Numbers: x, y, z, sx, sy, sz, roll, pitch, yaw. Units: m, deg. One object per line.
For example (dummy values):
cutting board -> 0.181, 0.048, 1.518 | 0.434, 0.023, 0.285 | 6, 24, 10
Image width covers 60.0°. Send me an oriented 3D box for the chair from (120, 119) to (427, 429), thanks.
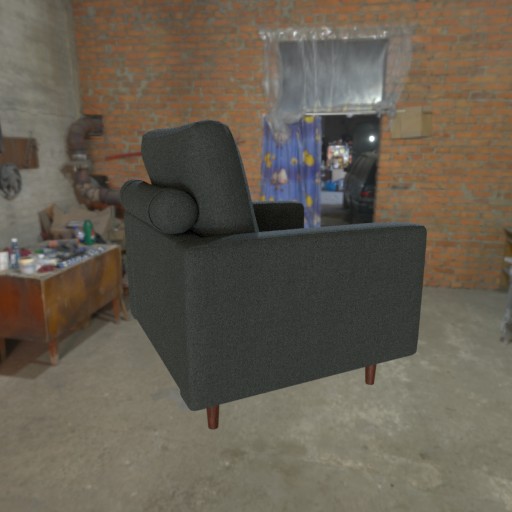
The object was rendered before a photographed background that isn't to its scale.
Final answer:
chair -> 0.000, 0.000, 1.577 | 0.843, 0.880, 0.821 | -6, 14, -25
